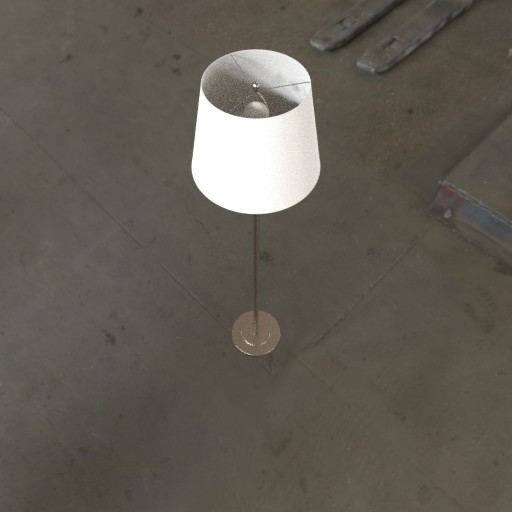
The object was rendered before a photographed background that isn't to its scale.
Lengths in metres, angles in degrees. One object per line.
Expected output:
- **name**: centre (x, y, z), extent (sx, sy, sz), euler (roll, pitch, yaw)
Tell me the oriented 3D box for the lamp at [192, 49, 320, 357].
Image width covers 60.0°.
- **lamp**: centre (0.000, 0.000, 1.631), extent (0.355, 1.473, 0.355), euler (0, 57, 0)
